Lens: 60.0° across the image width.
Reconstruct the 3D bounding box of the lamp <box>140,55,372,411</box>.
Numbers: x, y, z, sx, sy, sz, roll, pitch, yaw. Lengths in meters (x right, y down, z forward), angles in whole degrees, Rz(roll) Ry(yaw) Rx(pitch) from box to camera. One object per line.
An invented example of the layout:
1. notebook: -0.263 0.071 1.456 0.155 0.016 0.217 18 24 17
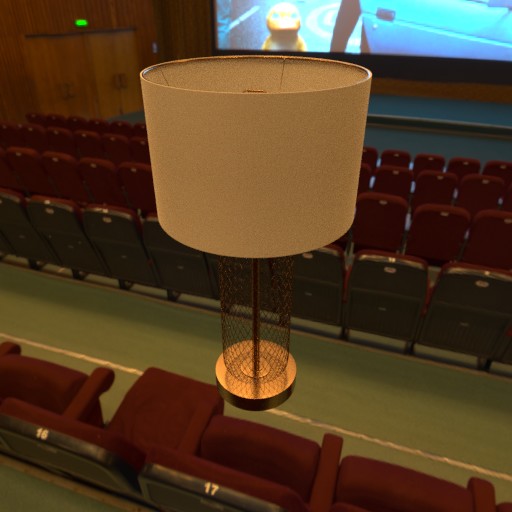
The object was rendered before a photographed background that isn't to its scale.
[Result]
1. lamp: 0.000 0.000 0.618 0.252 0.483 0.252 10 32 16
